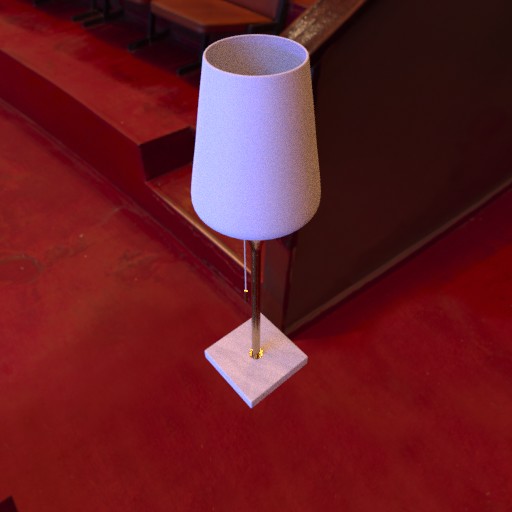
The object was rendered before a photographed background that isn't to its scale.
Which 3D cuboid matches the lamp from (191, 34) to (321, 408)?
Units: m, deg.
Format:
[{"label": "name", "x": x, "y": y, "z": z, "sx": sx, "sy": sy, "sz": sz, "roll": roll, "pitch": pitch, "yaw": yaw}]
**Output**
[{"label": "lamp", "x": 0.000, "y": 0.000, "z": 0.716, "sx": 0.181, "sy": 0.639, "sz": 0.181, "roll": -32, "pitch": 54, "yaw": -27}]
